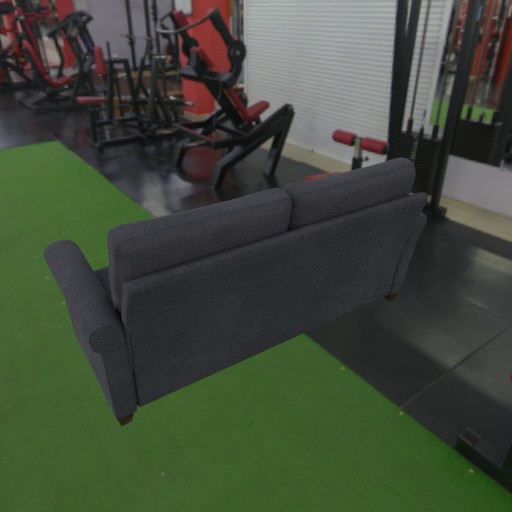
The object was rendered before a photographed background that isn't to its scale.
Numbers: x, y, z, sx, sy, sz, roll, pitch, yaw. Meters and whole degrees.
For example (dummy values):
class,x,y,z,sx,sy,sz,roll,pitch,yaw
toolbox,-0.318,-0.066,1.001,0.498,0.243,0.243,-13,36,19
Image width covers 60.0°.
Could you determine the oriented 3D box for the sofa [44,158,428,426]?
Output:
class,x,y,z,sx,sy,sz,roll,pitch,yaw
sofa,0.000,0.000,2.381,1.935,0.942,0.842,-18,34,-29
